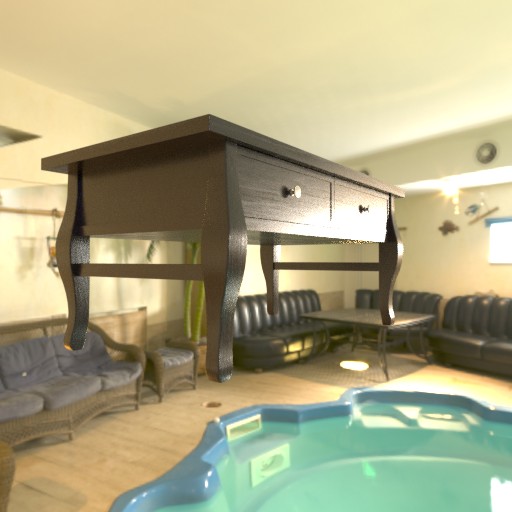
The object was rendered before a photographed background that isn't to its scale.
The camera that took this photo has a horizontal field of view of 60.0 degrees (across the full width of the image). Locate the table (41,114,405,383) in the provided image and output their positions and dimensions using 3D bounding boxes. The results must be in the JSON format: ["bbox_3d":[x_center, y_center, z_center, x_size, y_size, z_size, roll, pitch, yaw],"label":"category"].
[{"bbox_3d":[0.000,0.000,1.384,0.600,0.494,1.062,0,-1,37],"label":"table"}]
